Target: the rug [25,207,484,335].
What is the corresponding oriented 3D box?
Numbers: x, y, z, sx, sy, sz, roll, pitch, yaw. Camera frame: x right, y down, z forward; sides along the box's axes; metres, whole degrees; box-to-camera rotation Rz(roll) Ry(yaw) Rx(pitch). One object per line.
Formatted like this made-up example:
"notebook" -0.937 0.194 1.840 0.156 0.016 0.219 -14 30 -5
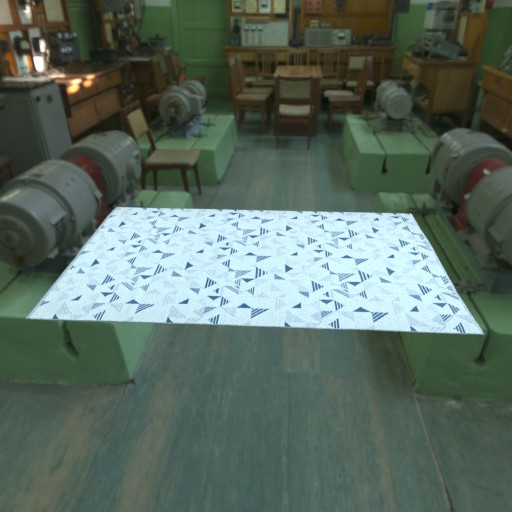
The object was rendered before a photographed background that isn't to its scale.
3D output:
"rug" 0.000 0.000 3.006 2.457 0.009 1.512 2 30 3
